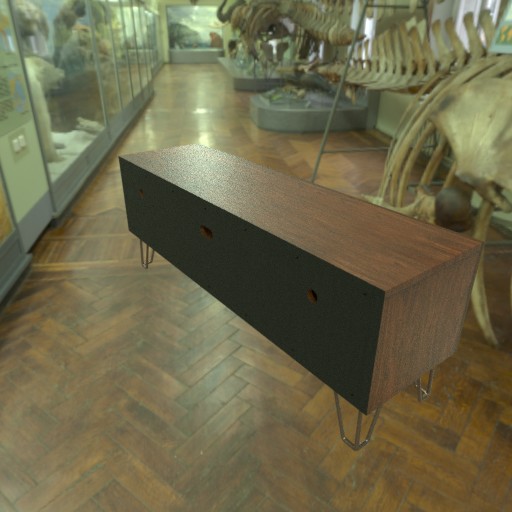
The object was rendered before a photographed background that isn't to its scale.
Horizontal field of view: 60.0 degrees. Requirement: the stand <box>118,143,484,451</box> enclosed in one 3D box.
[{"bbox_3d":[0.000,0.000,1.892,0.481,0.610,1.626,-19,32,-33],"label":"stand"}]
